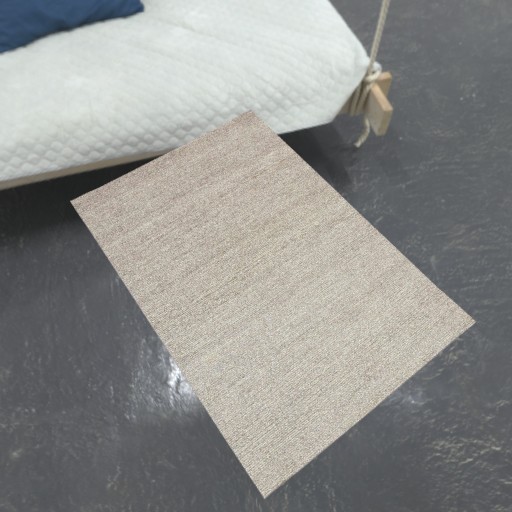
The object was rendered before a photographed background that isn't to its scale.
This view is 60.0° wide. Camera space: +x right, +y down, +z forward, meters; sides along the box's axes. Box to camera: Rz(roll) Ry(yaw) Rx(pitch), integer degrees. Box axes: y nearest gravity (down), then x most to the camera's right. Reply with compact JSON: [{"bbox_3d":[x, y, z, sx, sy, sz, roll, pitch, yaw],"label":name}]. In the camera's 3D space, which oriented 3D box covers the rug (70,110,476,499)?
[{"bbox_3d":[0.000,0.000,2.932,1.609,0.030,2.342,-32,64,-18],"label":"rug"}]
